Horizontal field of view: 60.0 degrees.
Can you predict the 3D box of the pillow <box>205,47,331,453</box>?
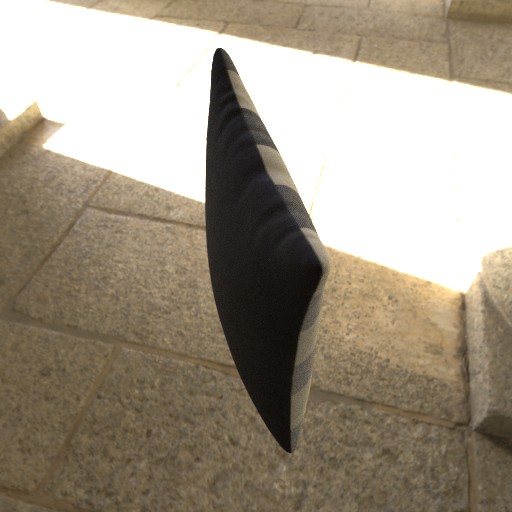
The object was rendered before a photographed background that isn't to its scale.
[{"bbox_3d":[0.000,0.000,0.768,0.161,0.509,0.511,-11,48,-10],"label":"pillow"}]
